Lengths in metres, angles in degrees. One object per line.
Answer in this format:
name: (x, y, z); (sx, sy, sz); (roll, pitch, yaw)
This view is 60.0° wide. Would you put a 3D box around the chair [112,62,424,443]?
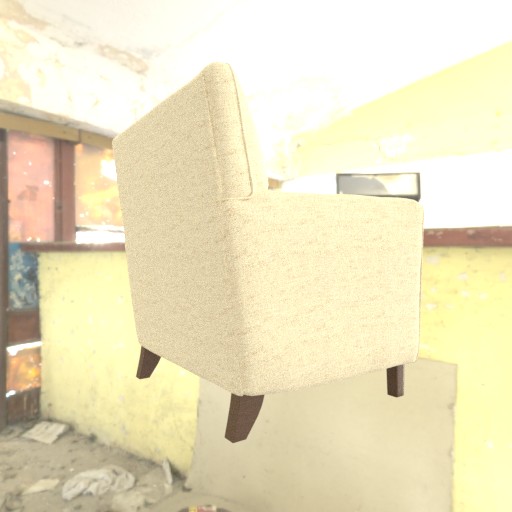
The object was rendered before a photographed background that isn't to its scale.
chair: (0.000, 0.000, 1.601); (0.823, 0.943, 0.870); (0, 0, -34)
